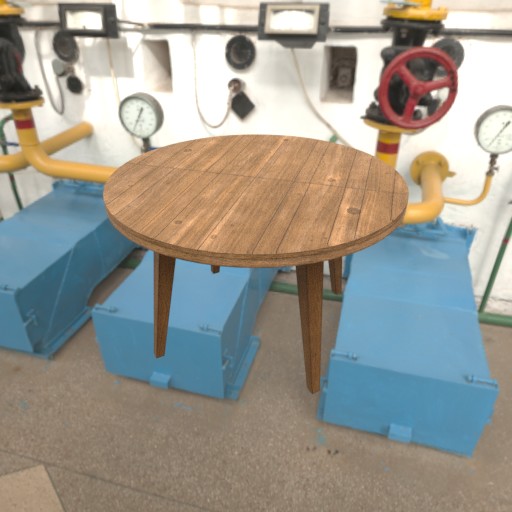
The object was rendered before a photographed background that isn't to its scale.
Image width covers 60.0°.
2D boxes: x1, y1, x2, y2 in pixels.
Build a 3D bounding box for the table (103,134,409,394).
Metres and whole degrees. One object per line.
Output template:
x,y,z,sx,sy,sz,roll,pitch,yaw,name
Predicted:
0.000,0.000,2.032,1.213,0.764,1.213,0,32,0,table
